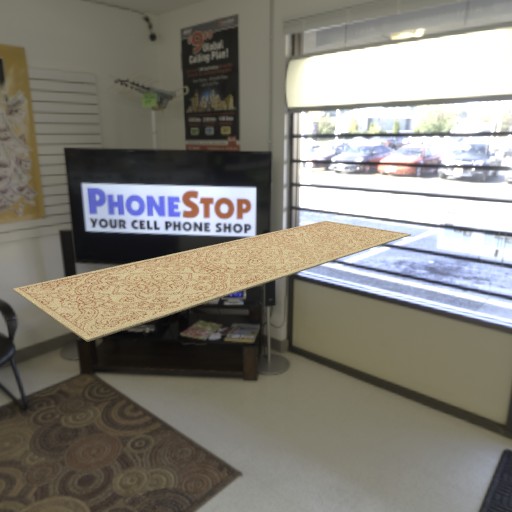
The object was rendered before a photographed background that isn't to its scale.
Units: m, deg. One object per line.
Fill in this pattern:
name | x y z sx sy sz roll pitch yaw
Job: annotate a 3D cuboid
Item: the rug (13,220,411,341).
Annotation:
rug | 0.000 0.000 2.639 0.769 0.012 2.448 14 21 43
